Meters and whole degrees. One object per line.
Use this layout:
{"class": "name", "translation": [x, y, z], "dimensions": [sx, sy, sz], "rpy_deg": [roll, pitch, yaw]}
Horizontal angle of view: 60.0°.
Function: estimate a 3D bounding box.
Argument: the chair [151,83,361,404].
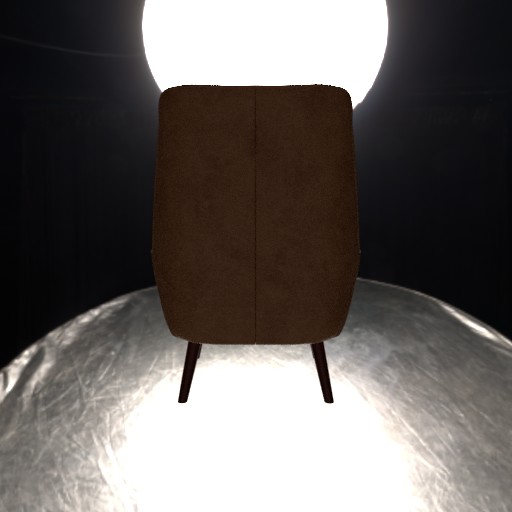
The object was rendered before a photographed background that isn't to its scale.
{"class": "chair", "translation": [0.000, 0.000, 1.501], "dimensions": [0.753, 0.883, 0.851], "rpy_deg": [0, 1, 0]}
